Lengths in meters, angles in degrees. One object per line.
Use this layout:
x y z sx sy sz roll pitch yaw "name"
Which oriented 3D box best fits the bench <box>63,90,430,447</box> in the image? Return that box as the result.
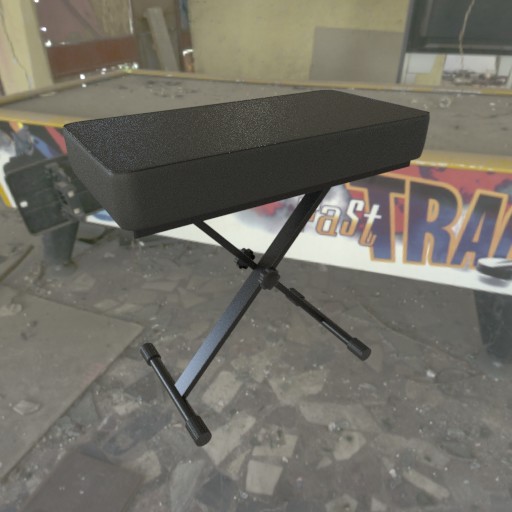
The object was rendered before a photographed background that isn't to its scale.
0.000 0.000 0.921 0.600 0.561 0.300 -18 35 -28 "bench"
